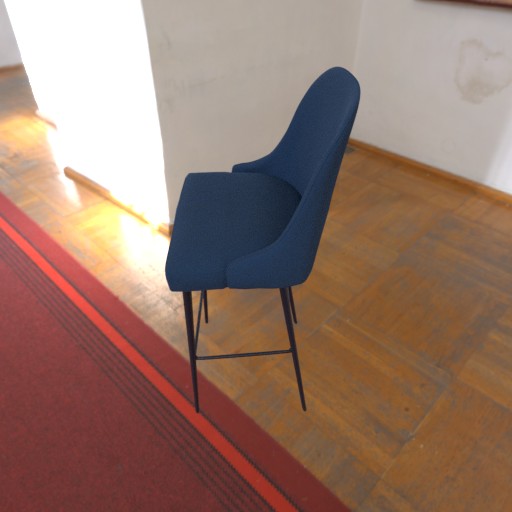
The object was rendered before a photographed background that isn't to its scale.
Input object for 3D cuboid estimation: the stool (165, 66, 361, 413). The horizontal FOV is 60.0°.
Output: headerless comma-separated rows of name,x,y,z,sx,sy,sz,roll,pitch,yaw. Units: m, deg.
stool,0.000,0.000,1.400,0.489,1.079,0.527,0,40,0
